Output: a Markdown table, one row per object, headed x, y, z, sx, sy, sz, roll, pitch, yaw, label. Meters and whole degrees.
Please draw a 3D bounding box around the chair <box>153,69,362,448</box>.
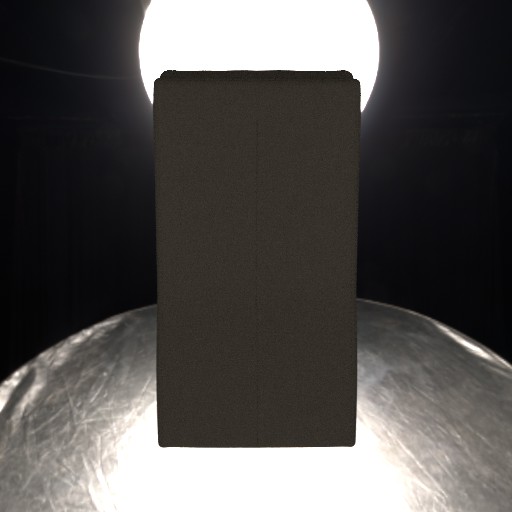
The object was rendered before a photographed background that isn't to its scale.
| x | y | z | sx | sy | sz | roll | pitch | yaw | label |
| --- | --- | --- | --- | --- | --- | --- | --- | --- | --- |
| 0.000 | 0.000 | 1.329 | 0.503 | 0.927 | 0.698 | 0 | -2 | -1 | chair |
